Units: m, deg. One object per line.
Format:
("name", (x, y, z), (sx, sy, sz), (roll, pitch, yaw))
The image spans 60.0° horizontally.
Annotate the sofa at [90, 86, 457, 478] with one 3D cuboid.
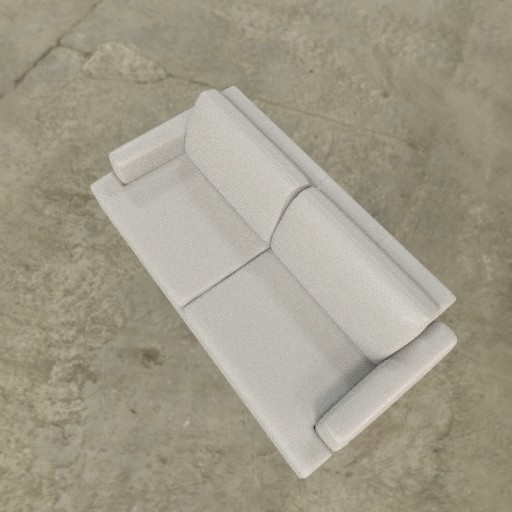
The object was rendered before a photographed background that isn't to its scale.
("sofa", (0.000, 0.000, 2.341), (0.974, 0.765, 1.940), (-35, 68, -16))
